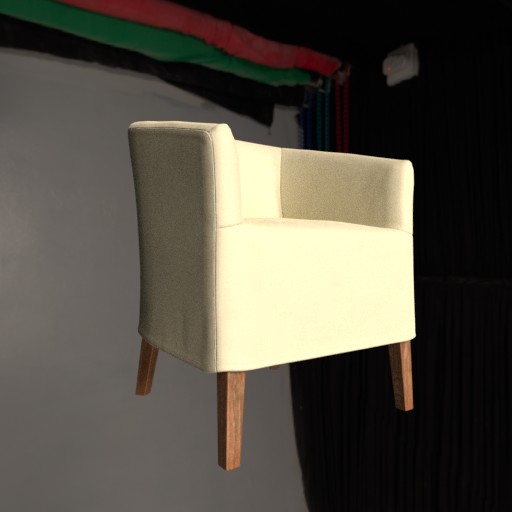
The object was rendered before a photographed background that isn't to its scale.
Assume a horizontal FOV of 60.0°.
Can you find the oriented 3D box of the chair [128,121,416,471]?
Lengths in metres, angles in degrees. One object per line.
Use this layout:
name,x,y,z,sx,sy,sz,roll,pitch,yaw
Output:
chair,0.000,0.000,1.275,0.643,0.822,0.657,0,0,-36
